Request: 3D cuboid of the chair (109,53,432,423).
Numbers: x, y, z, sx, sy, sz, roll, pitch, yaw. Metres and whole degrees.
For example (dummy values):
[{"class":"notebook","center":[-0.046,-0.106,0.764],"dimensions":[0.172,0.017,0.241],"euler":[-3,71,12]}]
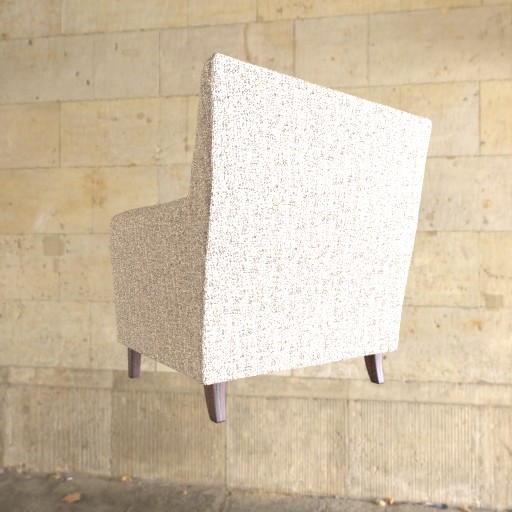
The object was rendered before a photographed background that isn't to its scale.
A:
[{"class":"chair","center":[0.000,0.000,1.604],"dimensions":[0.864,0.928,0.873],"euler":[1,-1,-35]}]
